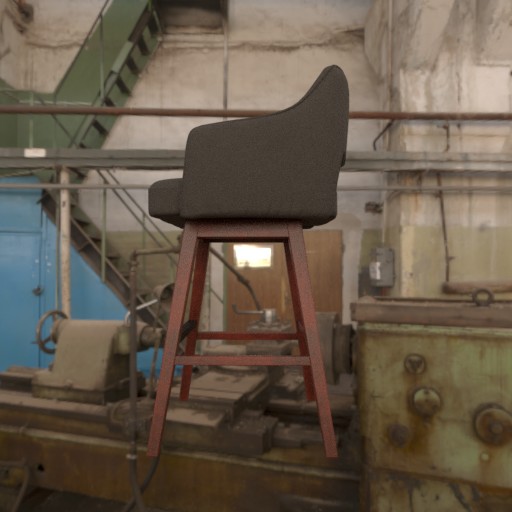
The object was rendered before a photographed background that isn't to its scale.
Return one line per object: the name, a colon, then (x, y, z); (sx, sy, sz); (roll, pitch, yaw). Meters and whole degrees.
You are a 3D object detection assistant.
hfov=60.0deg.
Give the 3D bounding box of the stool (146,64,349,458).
stool: (0.000, 0.000, 1.348); (0.558, 1.012, 0.548); (0, -1, 1)
